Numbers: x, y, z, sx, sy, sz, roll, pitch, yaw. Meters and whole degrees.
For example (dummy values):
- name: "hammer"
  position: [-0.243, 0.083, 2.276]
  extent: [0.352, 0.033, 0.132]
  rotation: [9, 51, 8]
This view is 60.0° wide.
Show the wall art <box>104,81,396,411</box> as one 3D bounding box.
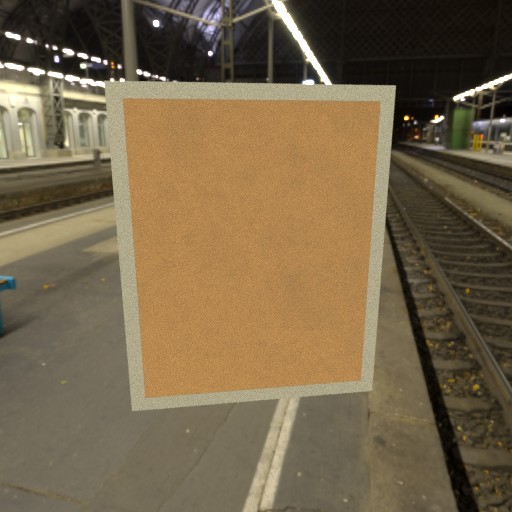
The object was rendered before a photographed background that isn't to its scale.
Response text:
- name: "wall art"
  position: [0.000, 0.000, 1.115]
  extent: [0.661, 0.811, 0.026]
  rotation: [-2, 15, -8]
